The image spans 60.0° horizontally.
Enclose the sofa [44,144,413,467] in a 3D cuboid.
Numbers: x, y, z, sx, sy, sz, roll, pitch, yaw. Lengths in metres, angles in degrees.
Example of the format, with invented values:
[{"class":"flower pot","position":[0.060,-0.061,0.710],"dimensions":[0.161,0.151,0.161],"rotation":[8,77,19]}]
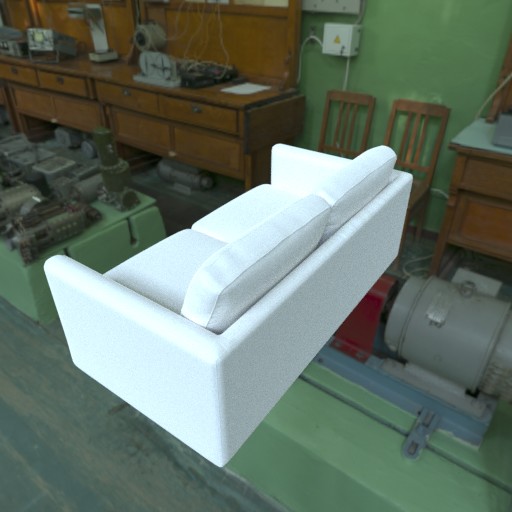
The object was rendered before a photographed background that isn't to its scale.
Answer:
[{"class":"sofa","position":[0.000,0.000,2.229],"dimensions":[0.940,0.893,1.713],"rotation":[21,38,29]}]
